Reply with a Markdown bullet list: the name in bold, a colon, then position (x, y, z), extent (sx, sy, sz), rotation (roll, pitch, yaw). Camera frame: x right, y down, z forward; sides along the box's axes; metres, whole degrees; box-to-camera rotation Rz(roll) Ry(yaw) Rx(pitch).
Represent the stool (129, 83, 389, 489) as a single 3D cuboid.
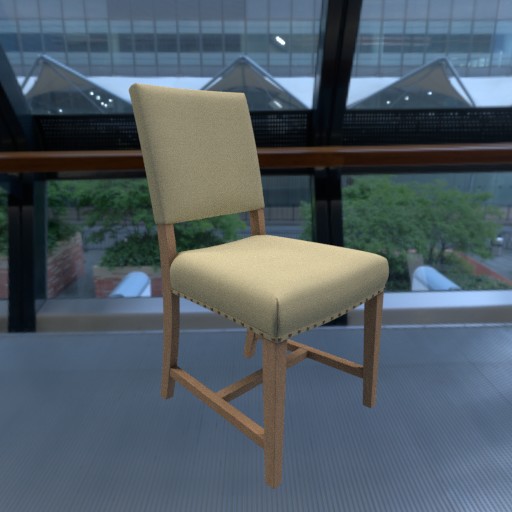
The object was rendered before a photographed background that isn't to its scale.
- **stool**: position (0.000, 0.000, 1.339), extent (0.623, 0.986, 0.508), rotation (14, 21, 42)
